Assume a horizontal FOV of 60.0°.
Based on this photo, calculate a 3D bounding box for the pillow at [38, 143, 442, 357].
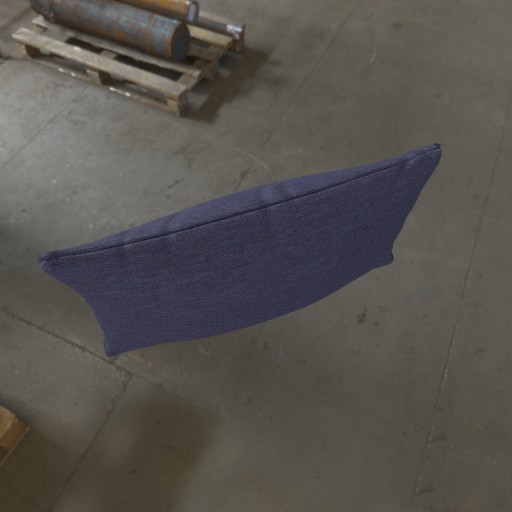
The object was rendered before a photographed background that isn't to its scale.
[{"bbox_3d":[0.000,0.000,0.792,0.633,0.338,0.210,-17,59,-11],"label":"pillow"}]
